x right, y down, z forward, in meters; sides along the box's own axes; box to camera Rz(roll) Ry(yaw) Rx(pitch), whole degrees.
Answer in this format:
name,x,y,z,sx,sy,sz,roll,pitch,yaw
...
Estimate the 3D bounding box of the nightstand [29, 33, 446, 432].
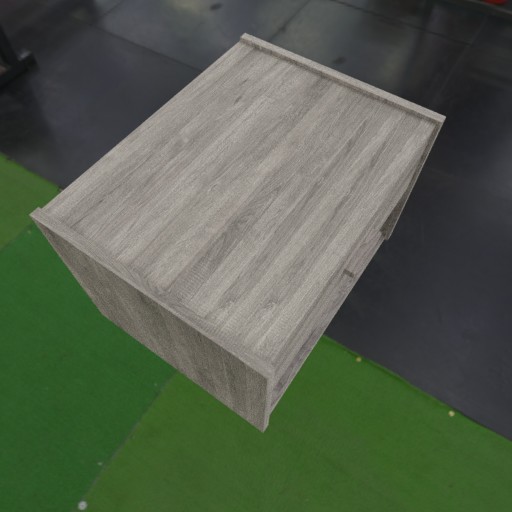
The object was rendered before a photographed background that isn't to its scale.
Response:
name,x,y,z,sx,sy,sz,roll,pitch,yaw
nightstand,0.000,0.000,0.832,0.380,0.500,0.480,31,64,17
